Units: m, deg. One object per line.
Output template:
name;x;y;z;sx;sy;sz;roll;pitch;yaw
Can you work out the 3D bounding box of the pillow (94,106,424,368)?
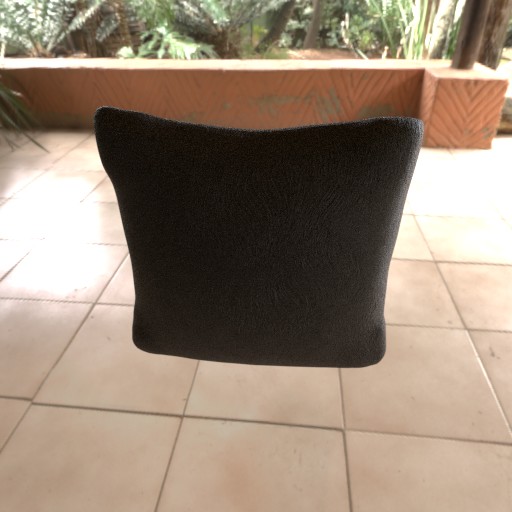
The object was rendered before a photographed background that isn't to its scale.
pillow;0.000;0.000;0.814;0.533;0.523;0.210;2;32;4
